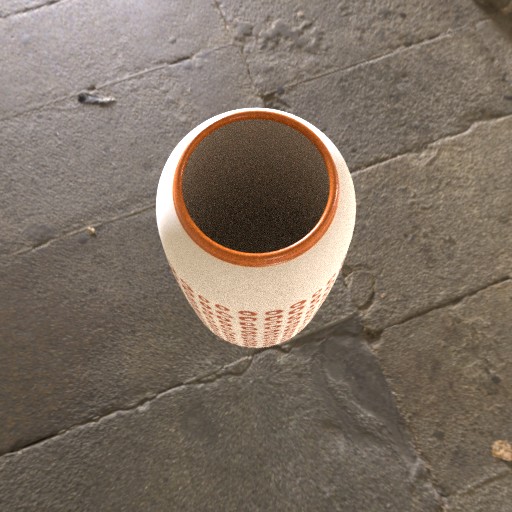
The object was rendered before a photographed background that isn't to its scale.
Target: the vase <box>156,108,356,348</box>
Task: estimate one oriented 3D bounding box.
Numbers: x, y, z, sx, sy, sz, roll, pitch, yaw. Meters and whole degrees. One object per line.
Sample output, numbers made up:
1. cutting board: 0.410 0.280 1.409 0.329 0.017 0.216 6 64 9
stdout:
1. vase: 0.000 0.000 0.356 0.133 0.282 0.133 0 75 0
